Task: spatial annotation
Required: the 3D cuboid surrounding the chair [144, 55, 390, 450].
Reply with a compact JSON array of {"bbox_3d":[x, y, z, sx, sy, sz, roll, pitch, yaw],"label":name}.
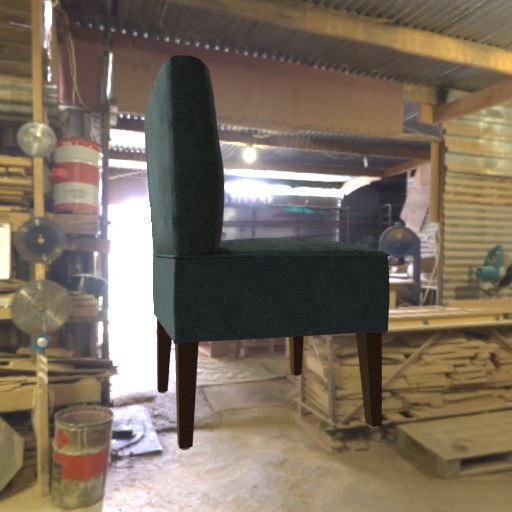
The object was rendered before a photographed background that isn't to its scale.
[{"bbox_3d":[0.000,0.000,1.180,0.551,0.806,0.521,0,1,-19],"label":"chair"}]
